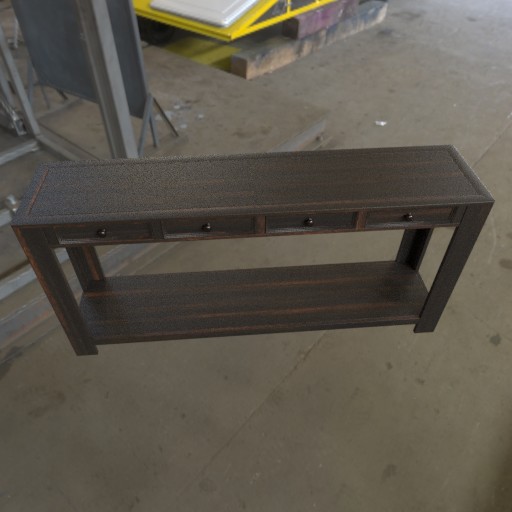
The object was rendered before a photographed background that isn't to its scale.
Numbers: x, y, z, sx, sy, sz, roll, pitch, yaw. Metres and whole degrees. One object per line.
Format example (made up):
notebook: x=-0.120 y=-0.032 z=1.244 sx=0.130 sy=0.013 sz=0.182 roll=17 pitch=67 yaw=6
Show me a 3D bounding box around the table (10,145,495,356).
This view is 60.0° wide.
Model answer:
table: x=0.000 y=0.000 z=1.877 sx=1.631 sy=0.762 sz=0.384 roll=-3 pitch=44 yaw=-3
